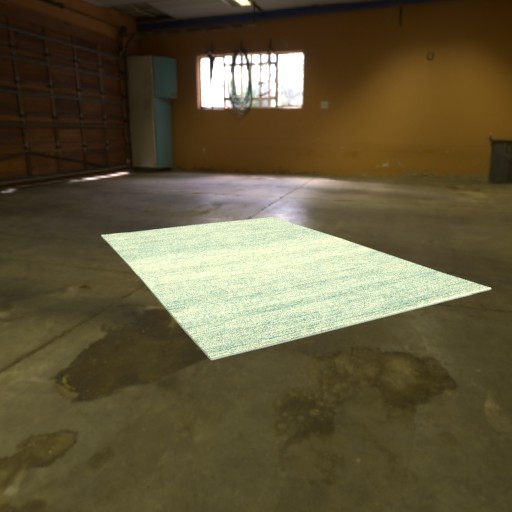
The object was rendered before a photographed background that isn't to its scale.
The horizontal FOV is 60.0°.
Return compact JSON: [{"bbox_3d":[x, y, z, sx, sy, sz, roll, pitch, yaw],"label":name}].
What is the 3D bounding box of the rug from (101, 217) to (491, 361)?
[{"bbox_3d":[0.000,0.000,2.962,1.613,0.030,2.306,-8,18,-27],"label":"rug"}]
